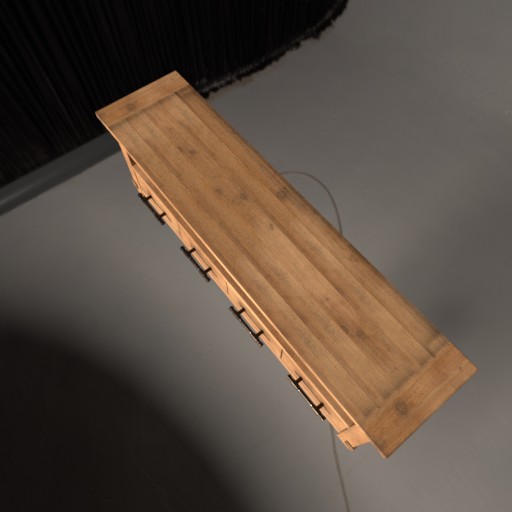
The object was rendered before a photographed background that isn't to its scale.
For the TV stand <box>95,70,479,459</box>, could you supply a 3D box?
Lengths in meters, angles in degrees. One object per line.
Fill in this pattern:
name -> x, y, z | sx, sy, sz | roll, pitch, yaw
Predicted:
TV stand -> 0.000, 0.000, 1.975 | 0.453, 0.573, 1.804 | -35, 68, -16
